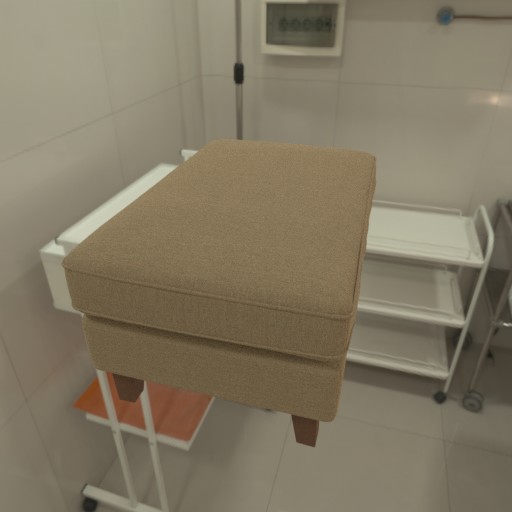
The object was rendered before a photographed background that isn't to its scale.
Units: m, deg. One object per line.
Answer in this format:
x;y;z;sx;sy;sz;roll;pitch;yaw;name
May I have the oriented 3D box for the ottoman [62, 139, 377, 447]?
0.000;0.000;1.338;0.636;0.521;0.945;8;32;14;ottoman
